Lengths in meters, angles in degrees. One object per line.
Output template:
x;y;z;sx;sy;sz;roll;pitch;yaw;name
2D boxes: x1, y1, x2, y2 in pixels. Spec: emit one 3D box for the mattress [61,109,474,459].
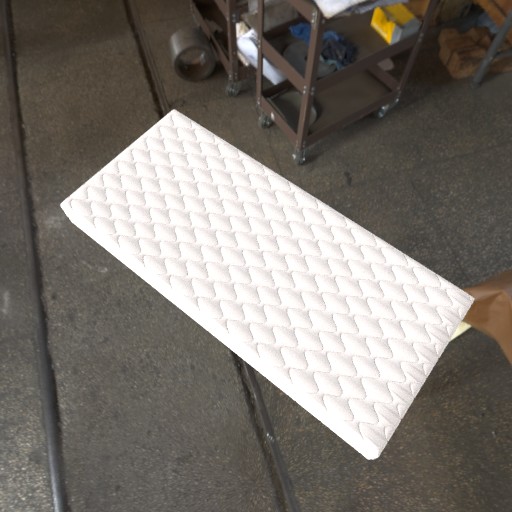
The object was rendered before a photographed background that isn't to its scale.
0.000;0.000;2.325;2.000;0.200;0.900;35;68;17;mattress
